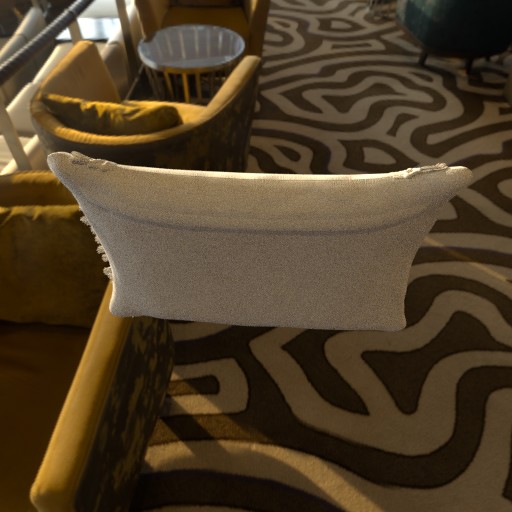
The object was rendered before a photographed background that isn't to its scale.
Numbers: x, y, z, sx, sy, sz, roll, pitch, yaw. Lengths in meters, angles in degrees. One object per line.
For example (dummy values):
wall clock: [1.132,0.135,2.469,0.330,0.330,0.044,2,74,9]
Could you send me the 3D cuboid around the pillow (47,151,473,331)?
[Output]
pillow: [0.000,0.000,0.588,0.466,0.305,0.084,2,47,2]
